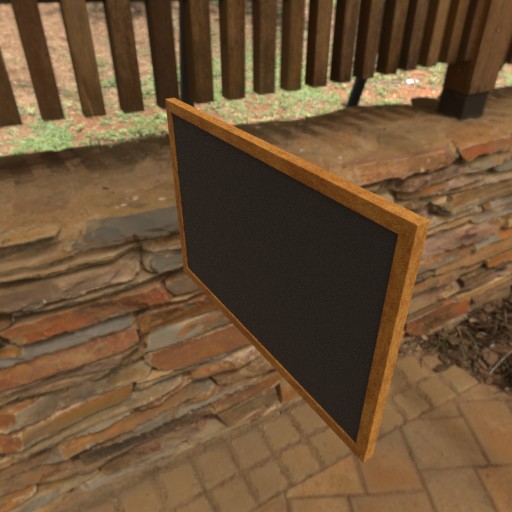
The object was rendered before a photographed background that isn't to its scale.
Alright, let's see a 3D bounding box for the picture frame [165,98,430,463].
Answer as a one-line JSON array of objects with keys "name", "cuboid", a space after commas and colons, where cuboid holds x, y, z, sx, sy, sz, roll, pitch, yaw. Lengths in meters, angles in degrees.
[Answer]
[{"name": "picture frame", "cuboid": [0.000, 0.000, 1.169, 0.029, 0.621, 0.922, -20, 38, -28]}]
